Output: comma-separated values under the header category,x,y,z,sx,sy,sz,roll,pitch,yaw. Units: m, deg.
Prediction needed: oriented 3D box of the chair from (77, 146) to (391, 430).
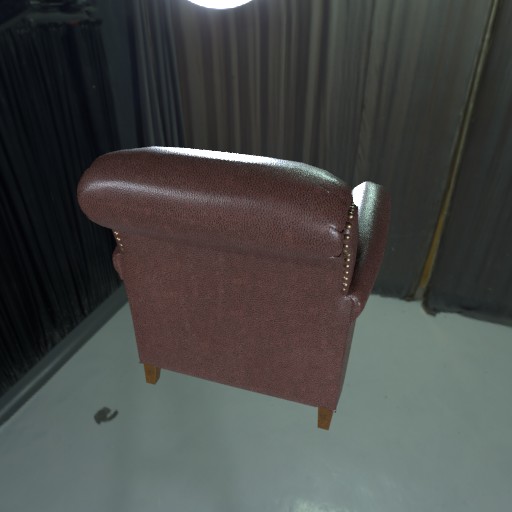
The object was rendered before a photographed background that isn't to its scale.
category,x,y,z,sx,sy,sz,roll,pitch,yaw
chair,0.000,0.000,1.551,0.854,0.927,0.890,10,33,15
